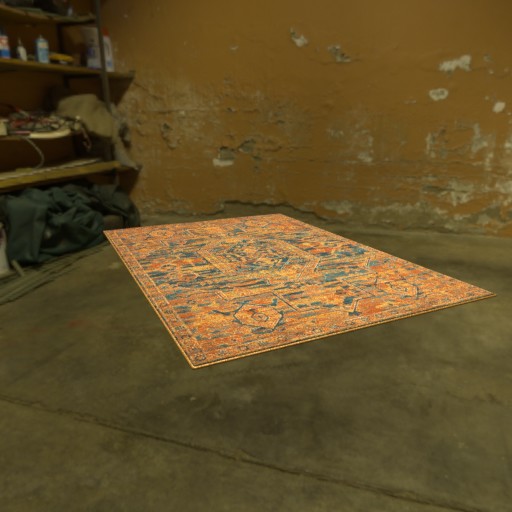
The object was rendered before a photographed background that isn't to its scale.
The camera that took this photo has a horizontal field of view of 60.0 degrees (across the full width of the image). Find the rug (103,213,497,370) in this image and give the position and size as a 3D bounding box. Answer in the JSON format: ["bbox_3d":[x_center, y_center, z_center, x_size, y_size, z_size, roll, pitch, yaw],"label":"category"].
[{"bbox_3d":[0.000,0.000,3.673,2.043,0.019,2.916,-8,19,-25],"label":"rug"}]
